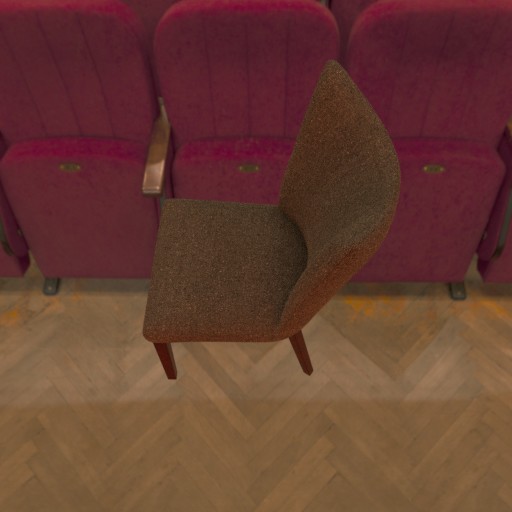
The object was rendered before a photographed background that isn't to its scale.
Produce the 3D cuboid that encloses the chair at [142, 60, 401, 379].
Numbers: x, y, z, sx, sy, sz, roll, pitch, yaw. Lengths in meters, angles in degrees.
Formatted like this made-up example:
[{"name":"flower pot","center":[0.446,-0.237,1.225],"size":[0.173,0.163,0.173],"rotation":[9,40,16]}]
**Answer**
[{"name":"chair","center":[0.000,0.000,1.296],"size":[0.623,0.924,0.535],"rotation":[1,58,1]}]
